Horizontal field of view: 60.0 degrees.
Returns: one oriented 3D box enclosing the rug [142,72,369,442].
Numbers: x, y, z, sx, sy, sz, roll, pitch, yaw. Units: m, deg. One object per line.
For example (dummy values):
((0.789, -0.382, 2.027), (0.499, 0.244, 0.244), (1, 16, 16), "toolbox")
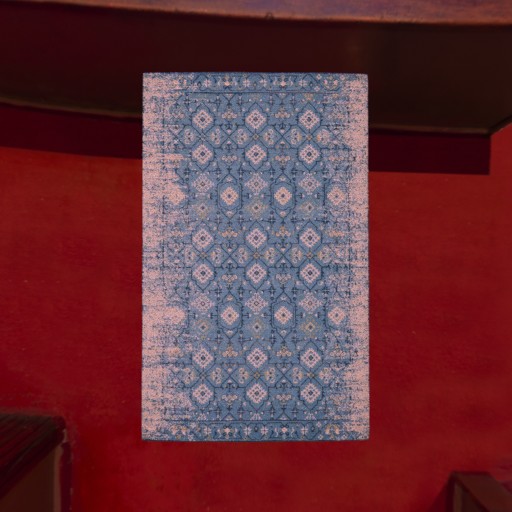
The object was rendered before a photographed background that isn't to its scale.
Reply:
((0.000, 0.000, 2.153), (1.102, 0.008, 1.795), (0, 89, -1), "rug")
